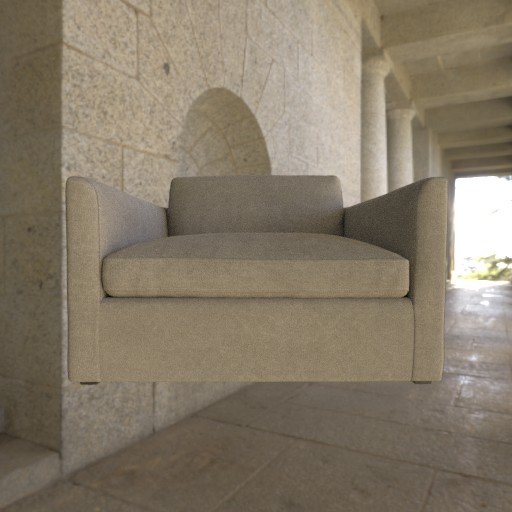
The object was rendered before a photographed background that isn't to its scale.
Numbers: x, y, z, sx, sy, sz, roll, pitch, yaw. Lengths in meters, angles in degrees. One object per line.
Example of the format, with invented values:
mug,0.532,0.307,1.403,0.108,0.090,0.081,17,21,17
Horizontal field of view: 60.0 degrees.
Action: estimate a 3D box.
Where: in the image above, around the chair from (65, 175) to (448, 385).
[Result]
chair,0.000,0.000,1.887,1.190,0.845,1.091,0,0,0
